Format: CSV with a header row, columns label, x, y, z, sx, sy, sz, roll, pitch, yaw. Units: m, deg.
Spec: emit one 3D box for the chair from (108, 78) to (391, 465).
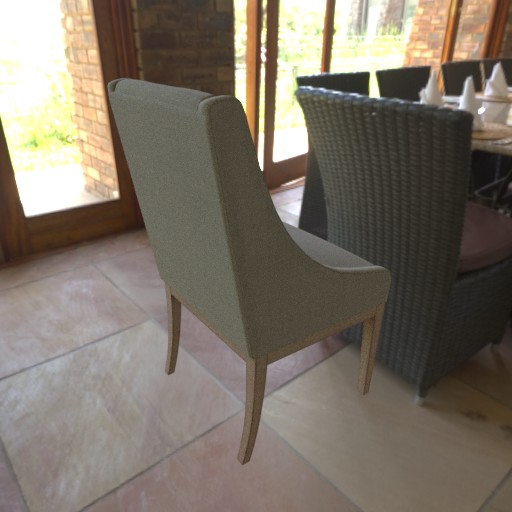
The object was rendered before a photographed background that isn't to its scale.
label,x,y,z,sx,sy,sz,roll,pitch,yaw
chair,0.000,0.000,1.370,0.611,1.021,0.575,-18,32,-32
